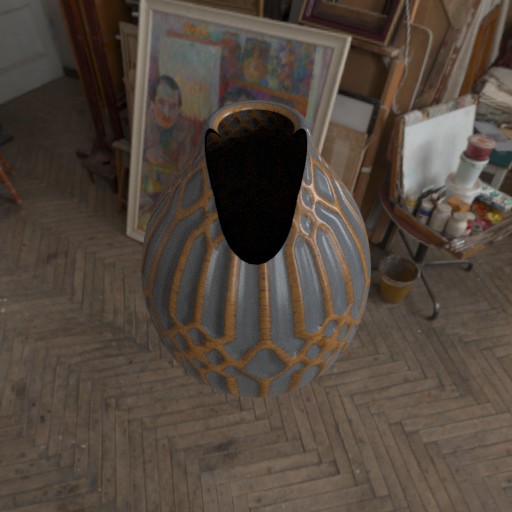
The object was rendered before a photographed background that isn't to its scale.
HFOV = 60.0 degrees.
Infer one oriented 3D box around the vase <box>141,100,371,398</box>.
[{"bbox_3d":[0.000,0.000,0.133,0.069,0.088,0.069,0,46,0],"label":"vase"}]
